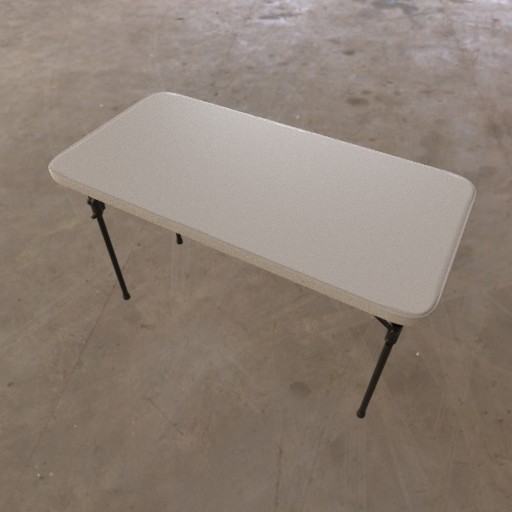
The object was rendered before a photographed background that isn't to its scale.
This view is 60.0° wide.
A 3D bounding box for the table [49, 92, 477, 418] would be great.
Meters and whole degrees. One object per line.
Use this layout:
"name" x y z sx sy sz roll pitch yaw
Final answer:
"table" 0.000 0.000 1.620 1.219 0.729 0.610 22 51 20
